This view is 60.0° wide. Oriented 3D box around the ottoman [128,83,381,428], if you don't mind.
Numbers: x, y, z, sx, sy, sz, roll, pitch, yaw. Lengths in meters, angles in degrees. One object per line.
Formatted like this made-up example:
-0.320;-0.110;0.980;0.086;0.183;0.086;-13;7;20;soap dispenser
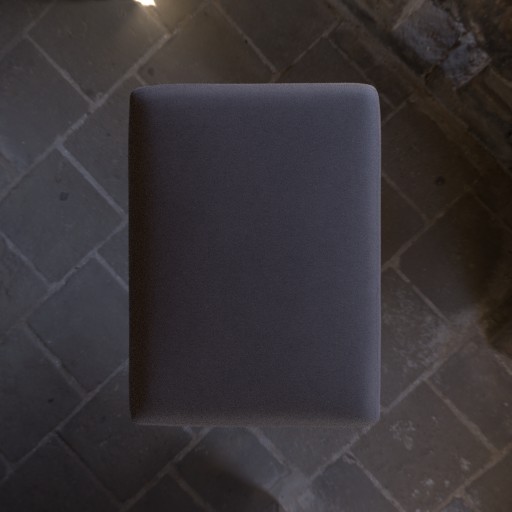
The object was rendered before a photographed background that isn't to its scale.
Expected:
0.000;0.000;1.169;0.574;0.497;0.773;0;90;1;ottoman
